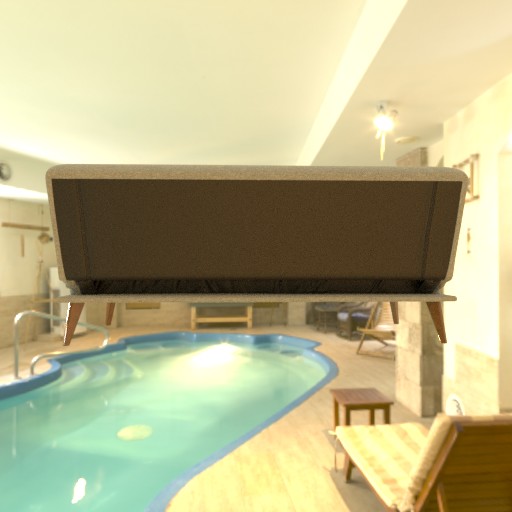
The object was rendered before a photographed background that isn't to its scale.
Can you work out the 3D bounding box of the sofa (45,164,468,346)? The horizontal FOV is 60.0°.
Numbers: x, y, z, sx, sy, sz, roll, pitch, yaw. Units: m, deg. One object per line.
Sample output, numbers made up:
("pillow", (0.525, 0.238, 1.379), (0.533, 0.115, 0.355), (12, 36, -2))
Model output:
("sofa", (0.000, 0.000, 2.266), (1.800, 0.810, 0.860), (0, -1, -2))
